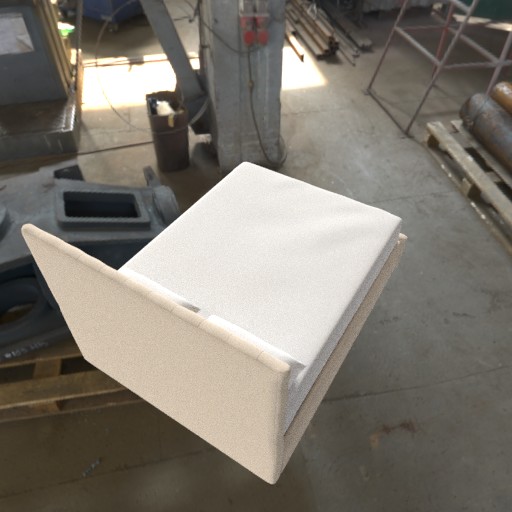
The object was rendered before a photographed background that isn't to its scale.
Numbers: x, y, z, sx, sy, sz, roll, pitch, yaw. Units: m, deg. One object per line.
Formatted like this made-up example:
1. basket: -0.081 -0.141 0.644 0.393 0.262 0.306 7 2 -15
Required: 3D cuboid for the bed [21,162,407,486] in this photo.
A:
1. bed: 0.000 0.000 3.258 1.696 1.426 2.233 24 51 22
